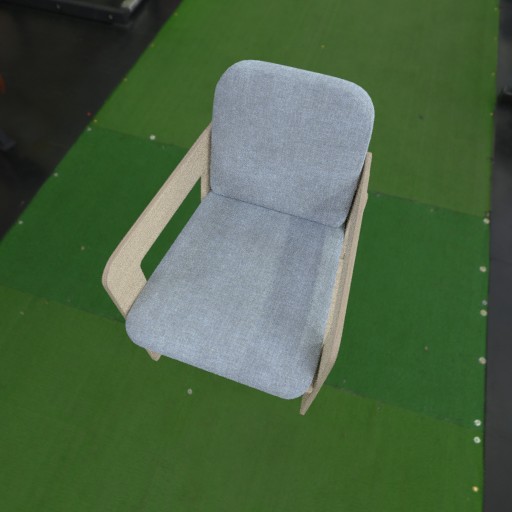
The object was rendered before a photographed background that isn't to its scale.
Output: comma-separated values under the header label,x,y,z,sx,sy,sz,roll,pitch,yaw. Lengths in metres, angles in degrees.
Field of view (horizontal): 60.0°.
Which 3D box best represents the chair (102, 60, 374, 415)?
label,x,y,z,sx,sy,sz,roll,pitch,yaw
chair,0.000,0.000,1.303,0.590,0.800,0.710,17,60,10
